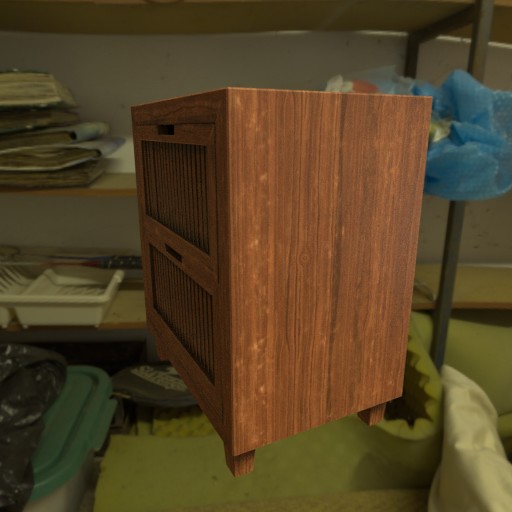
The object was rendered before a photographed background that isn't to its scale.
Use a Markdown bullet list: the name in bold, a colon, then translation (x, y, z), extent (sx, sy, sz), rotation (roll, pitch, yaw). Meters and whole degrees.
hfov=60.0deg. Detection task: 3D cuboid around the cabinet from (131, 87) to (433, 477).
- **cabinet**: translation (0.000, 0.000, 1.058), extent (0.410, 0.695, 0.607), rotation (-8, 18, -26)
